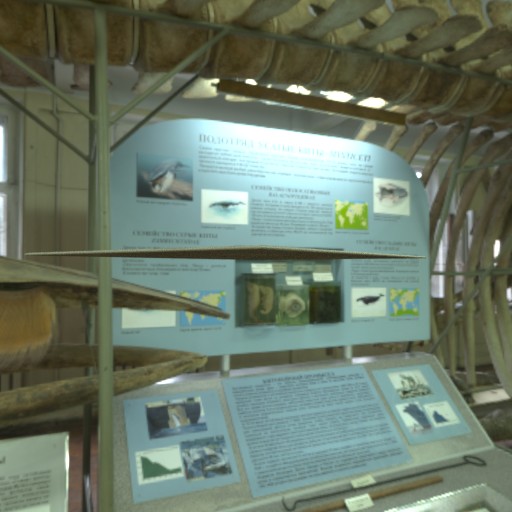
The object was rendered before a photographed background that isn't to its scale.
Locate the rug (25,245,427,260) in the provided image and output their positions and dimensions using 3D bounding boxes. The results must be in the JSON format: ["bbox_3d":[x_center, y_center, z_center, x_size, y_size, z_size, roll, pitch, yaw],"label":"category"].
[{"bbox_3d":[0.000,0.000,2.914,1.608,0.014,2.213,-1,-2,35],"label":"rug"}]
